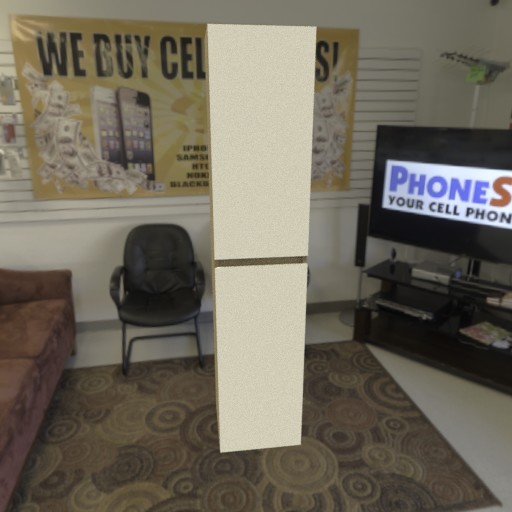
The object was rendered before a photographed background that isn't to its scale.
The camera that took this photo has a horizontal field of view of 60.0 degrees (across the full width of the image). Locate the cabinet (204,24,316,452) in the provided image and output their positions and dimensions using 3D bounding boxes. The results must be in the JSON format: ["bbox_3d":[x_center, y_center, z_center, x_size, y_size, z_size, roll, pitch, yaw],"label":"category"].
[{"bbox_3d":[0.000,0.000,1.542,0.300,1.400,0.270,-2,18,-7],"label":"cabinet"}]
